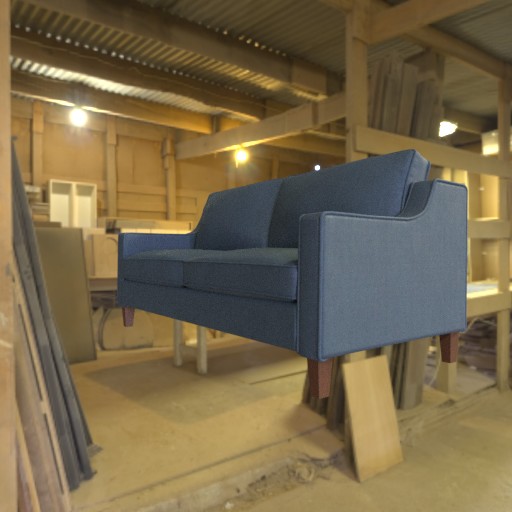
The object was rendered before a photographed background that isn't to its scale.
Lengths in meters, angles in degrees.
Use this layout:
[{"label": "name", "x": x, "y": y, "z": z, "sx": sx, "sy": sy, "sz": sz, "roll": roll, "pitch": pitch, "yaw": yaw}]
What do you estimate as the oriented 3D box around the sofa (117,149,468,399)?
[{"label": "sofa", "x": 0.000, "y": 0.000, "z": 2.799, "sx": 1.066, "sy": 1.071, "sz": 2.178, "roll": 0, "pitch": 0, "yaw": -36}]
